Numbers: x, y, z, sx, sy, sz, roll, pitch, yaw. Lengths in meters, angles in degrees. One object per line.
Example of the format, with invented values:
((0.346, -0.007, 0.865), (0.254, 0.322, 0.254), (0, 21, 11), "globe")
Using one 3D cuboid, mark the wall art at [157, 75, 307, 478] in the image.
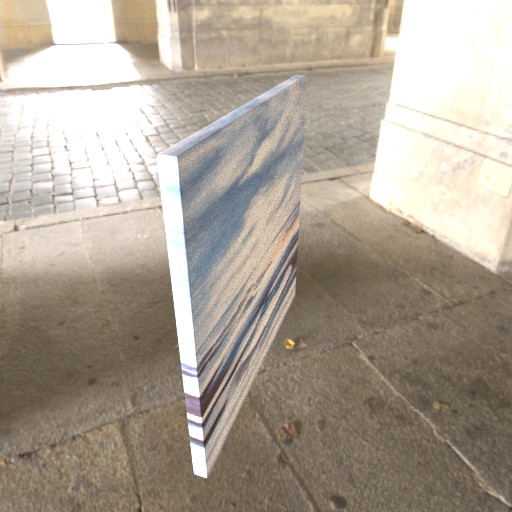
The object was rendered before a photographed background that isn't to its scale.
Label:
((0.000, 0.000, 1.116), (0.035, 0.747, 0.747), (10, 32, 17), "wall art")
